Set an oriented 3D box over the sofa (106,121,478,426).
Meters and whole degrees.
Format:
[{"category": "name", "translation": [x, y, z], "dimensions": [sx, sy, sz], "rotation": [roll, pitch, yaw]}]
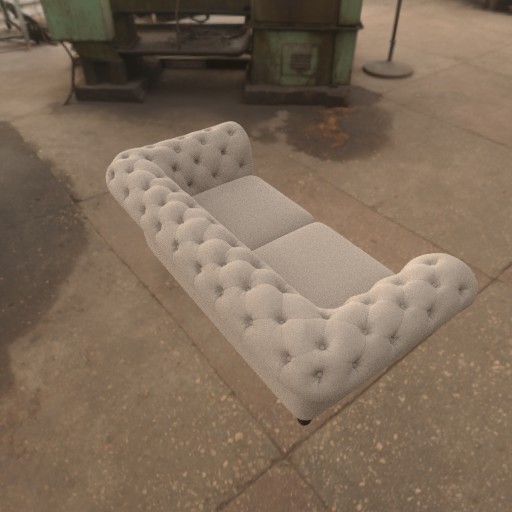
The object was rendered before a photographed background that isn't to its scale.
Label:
[{"category": "sofa", "translation": [0.000, 0.000, 2.479], "dimensions": [0.986, 0.764, 1.998], "rotation": [-26, 47, -27]}]
